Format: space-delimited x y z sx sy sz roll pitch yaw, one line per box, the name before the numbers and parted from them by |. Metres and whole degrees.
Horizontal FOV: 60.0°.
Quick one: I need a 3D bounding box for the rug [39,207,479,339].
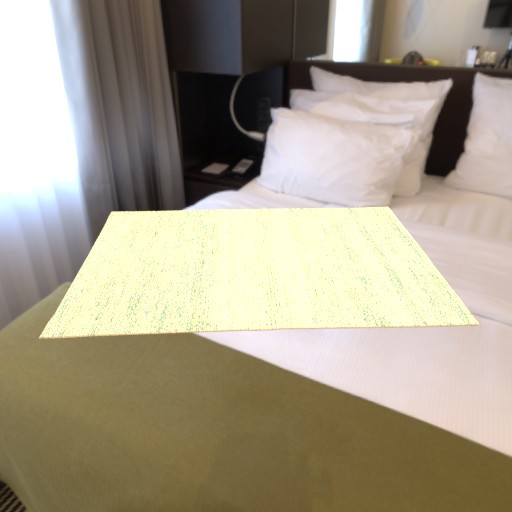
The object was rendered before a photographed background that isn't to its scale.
rug | 0.000 0.000 2.986 2.305 0.029 1.593 -1 29 -2
